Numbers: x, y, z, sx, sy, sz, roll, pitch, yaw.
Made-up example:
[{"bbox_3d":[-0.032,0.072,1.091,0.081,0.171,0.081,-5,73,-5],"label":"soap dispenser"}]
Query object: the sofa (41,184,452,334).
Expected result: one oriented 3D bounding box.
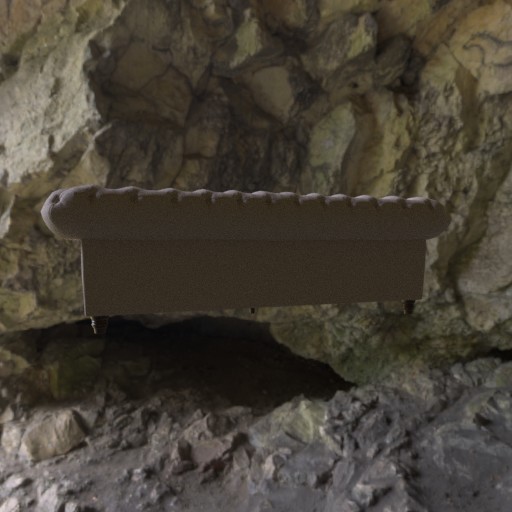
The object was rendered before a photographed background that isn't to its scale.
[{"bbox_3d":[0.000,0.000,3.167,2.694,0.847,1.076,-1,2,-18],"label":"sofa"}]
